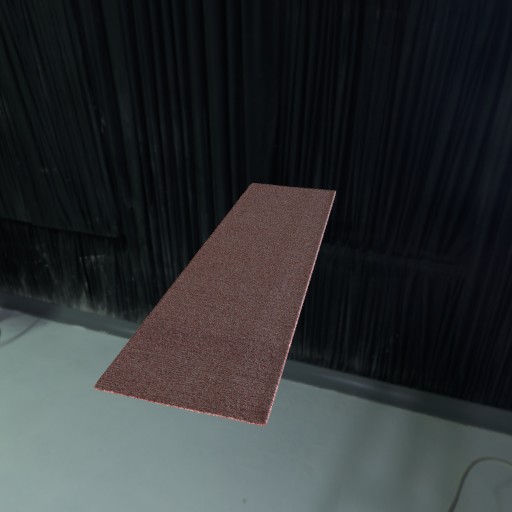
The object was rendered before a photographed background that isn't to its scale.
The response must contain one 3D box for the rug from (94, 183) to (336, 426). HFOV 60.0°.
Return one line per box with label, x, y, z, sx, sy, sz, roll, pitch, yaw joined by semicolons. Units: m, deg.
rug;0.000;0.000;2.591;0.687;0.012;2.307;8;31;13
